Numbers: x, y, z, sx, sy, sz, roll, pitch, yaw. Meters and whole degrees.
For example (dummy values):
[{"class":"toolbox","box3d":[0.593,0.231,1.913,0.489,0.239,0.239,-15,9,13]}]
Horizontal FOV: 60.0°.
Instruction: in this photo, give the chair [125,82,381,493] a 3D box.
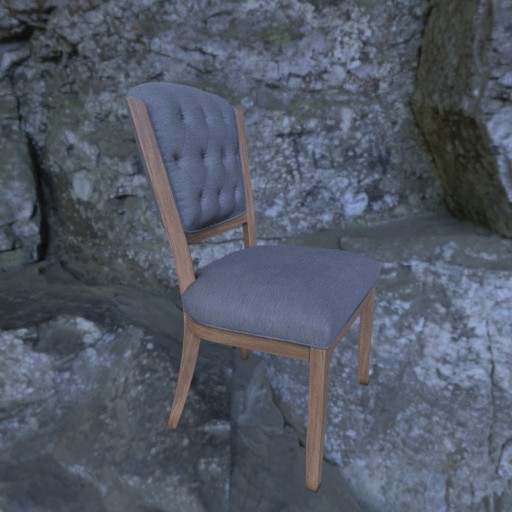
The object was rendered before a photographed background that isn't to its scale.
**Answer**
[{"class":"chair","box3d":[0.000,0.000,1.211,0.584,0.905,0.513,8,18,26]}]
